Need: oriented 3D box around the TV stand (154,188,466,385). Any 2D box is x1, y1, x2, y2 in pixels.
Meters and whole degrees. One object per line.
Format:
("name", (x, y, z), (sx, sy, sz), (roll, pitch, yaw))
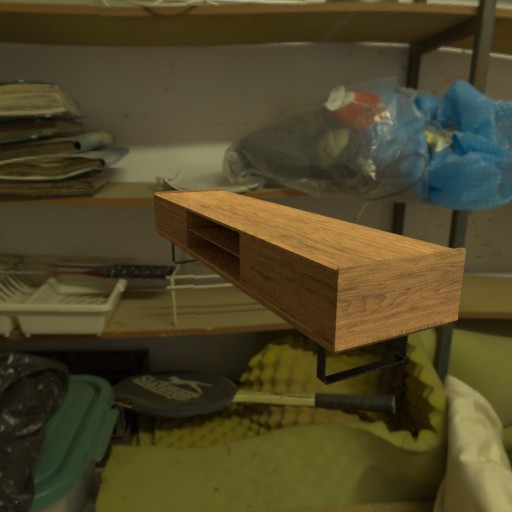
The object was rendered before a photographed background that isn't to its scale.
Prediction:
("TV stand", (0.000, 0.000, 2.007), (0.467, 0.415, 1.796), (-7, 17, -26))
